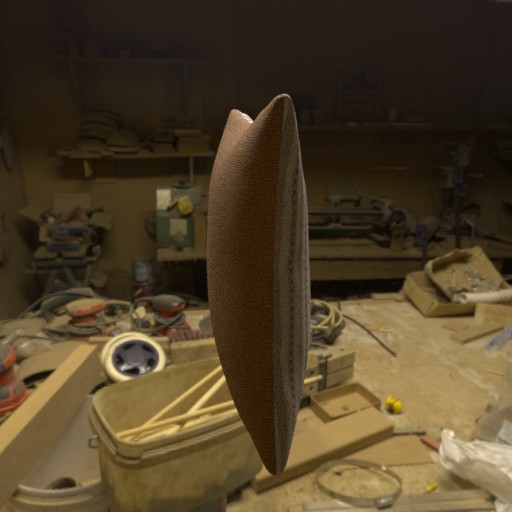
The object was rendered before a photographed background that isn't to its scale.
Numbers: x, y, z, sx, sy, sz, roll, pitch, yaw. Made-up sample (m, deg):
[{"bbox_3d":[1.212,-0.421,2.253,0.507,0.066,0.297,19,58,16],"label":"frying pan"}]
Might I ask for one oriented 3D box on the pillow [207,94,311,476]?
[{"bbox_3d":[0.000,0.000,0.667,0.147,0.437,0.432,-3,16,-9],"label":"pillow"}]
